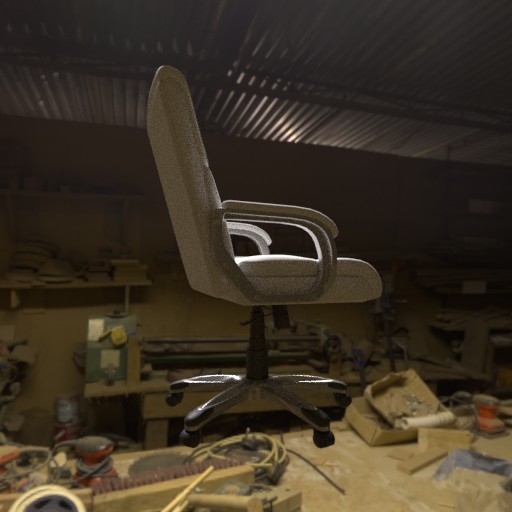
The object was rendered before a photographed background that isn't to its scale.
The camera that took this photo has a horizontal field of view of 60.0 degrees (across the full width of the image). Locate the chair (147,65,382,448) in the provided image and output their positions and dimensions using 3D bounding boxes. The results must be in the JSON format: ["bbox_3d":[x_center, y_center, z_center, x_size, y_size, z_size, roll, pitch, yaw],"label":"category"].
[{"bbox_3d":[0.000,0.000,1.566,0.738,1.120,0.687,0,-1,-17],"label":"chair"}]
